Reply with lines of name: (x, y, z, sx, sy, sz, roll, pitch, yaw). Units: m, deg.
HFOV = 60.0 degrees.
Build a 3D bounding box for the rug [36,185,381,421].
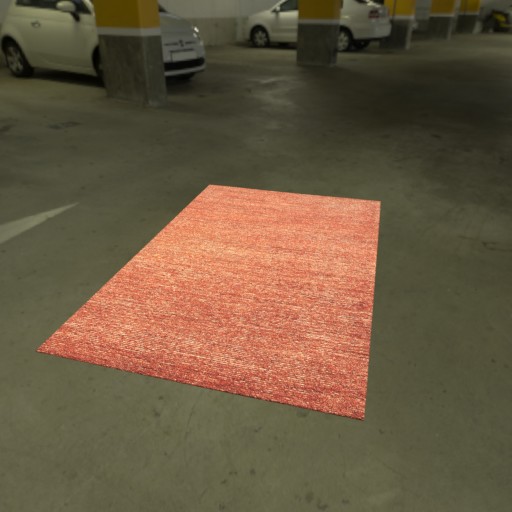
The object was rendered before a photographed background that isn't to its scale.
rug: (0.000, 0.000, 2.169, 1.139, 0.011, 1.747, 8, 30, 13)
